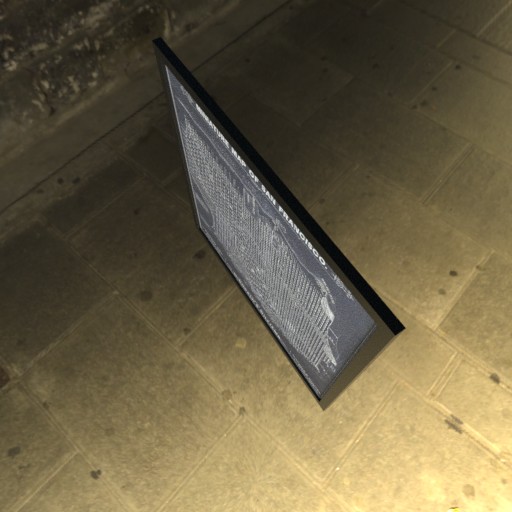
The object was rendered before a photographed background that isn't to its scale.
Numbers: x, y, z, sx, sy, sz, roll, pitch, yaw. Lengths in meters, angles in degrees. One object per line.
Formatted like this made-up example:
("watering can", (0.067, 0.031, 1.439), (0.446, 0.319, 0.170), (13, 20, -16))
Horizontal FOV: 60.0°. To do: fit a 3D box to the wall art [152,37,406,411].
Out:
("wall art", (0.000, 0.000, 1.192), (0.022, 0.807, 0.807), (-30, 67, -14))
